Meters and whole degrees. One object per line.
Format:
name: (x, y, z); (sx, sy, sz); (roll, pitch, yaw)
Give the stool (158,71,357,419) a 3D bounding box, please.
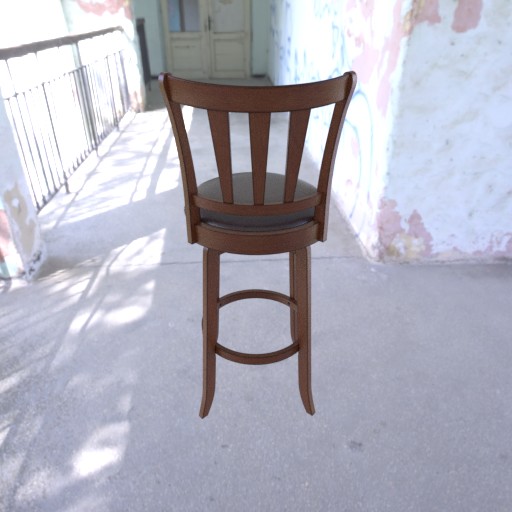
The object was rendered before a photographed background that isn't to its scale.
stool: (0.000, 0.000, 1.462); (0.464, 1.177, 0.503); (-1, 30, -2)
